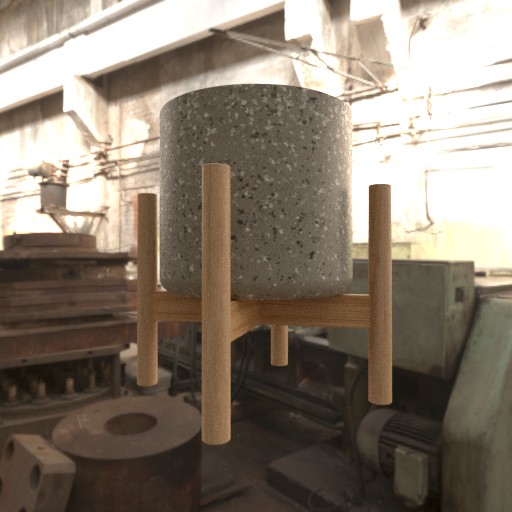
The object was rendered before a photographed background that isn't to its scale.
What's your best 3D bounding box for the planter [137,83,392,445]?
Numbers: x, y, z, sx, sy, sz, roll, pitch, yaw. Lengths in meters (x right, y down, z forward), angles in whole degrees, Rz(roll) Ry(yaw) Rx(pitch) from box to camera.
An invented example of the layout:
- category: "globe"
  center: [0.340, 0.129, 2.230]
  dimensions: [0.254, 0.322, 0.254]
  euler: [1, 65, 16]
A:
- category: "planter"
  center: [0.000, 0.000, 0.522]
  dimensions: [0.284, 0.320, 0.284]
  euler: [0, 0, 37]
